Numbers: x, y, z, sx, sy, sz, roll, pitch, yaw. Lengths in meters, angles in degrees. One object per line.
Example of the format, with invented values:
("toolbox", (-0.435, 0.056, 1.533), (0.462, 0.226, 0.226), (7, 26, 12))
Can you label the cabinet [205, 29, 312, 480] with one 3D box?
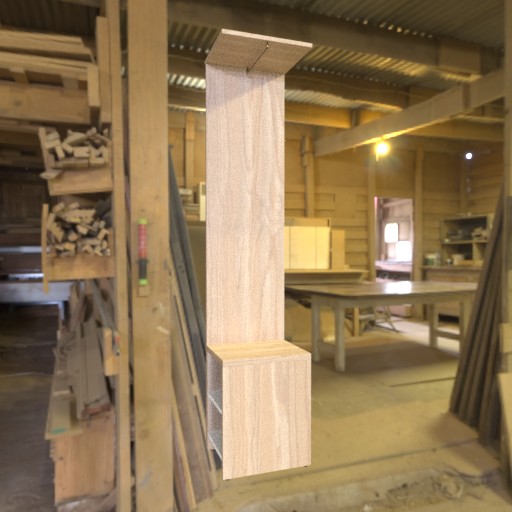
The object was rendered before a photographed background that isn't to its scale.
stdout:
("cabinet", (0.000, 0.000, 2.064), (0.411, 1.879, 0.338), (0, 1, -19))
